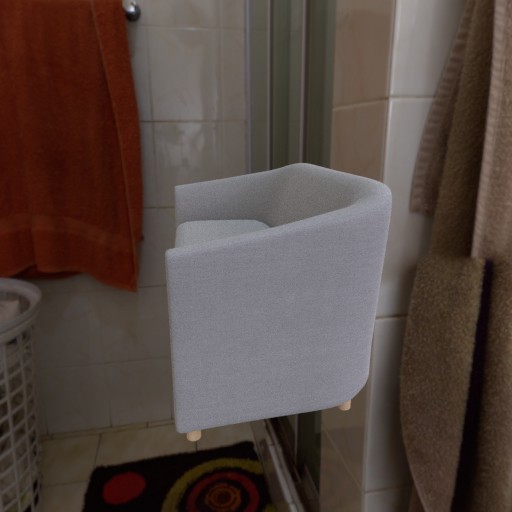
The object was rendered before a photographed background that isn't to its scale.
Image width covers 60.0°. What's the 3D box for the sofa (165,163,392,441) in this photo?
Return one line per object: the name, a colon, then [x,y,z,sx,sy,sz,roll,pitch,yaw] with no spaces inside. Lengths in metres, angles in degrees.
sofa: [0.000,0.000,1.894,0.705,0.721,1.452,-2,16,-9]
